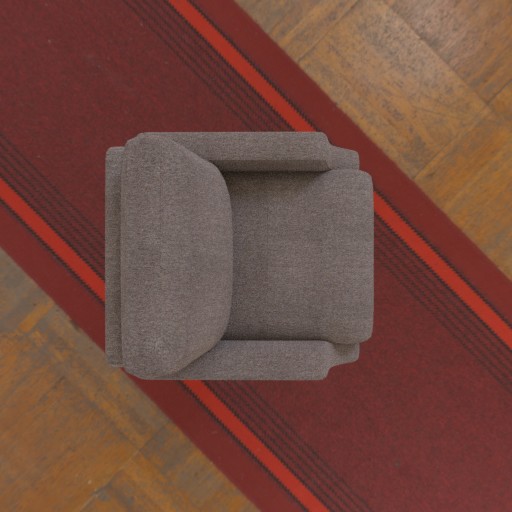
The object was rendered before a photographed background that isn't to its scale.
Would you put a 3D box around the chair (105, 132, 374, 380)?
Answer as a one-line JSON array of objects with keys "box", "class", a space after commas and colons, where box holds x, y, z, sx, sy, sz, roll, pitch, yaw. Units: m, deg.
[{"box": [0.000, 0.000, 1.646, 0.897, 0.993, 0.855, 0, 90, 1], "class": "chair"}]
